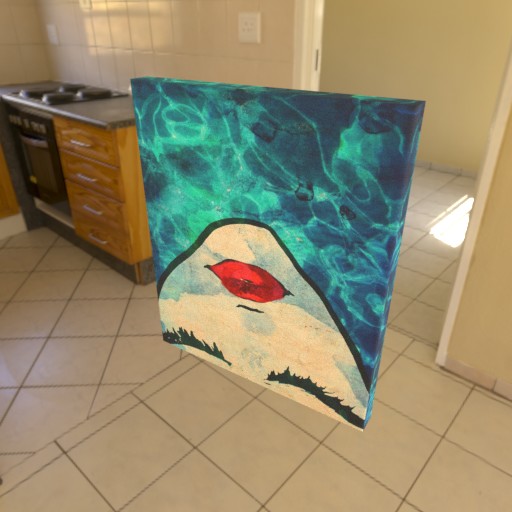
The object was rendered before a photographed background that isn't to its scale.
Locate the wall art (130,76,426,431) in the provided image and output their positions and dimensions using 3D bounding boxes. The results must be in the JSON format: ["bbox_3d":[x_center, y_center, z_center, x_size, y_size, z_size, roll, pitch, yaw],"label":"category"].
[{"bbox_3d":[0.000,0.000,0.711,0.432,0.508,0.038,17,33,28],"label":"wall art"}]
